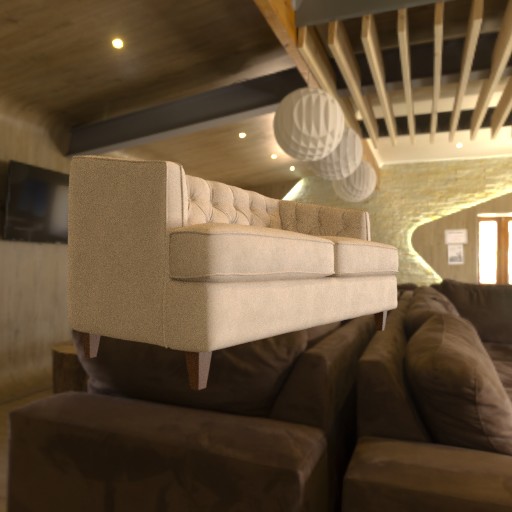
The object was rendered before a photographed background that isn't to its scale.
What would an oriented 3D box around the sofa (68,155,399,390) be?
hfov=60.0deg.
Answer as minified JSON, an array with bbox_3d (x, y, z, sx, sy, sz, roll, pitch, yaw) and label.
[{"bbox_3d":[0.000,0.000,2.260,0.940,0.878,1.731,-1,-2,36],"label":"sofa"}]
